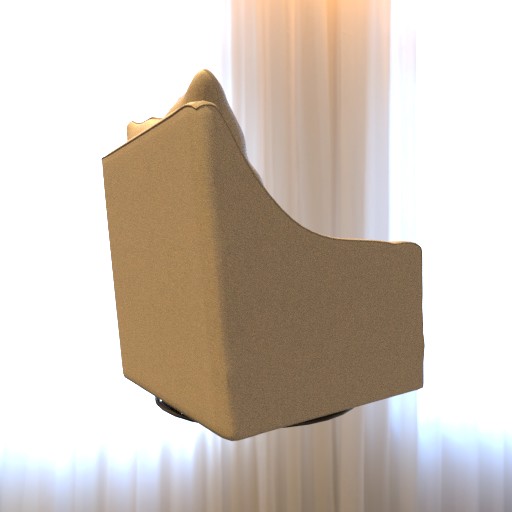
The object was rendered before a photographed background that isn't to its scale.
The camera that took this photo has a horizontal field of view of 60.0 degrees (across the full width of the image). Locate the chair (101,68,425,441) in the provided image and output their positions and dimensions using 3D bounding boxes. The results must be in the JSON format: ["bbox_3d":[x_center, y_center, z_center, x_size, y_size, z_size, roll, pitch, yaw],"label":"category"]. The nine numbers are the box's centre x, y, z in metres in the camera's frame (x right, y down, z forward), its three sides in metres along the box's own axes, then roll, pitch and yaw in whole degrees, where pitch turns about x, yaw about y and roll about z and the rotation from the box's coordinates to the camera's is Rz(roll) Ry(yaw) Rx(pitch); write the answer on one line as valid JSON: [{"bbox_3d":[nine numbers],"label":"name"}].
[{"bbox_3d":[0.000,0.000,1.548,0.876,0.942,0.760,1,-1,-36],"label":"chair"}]
